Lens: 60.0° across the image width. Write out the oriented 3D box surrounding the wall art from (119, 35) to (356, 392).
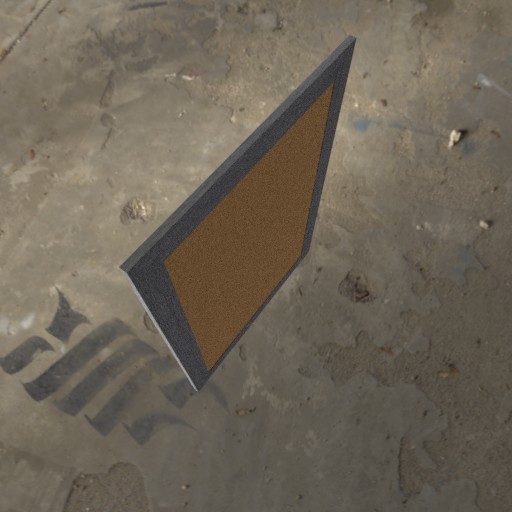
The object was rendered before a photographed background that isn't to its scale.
[{"bbox_3d":[0.000,0.000,1.383,0.020,1.070,0.768,34,67,16],"label":"wall art"}]
